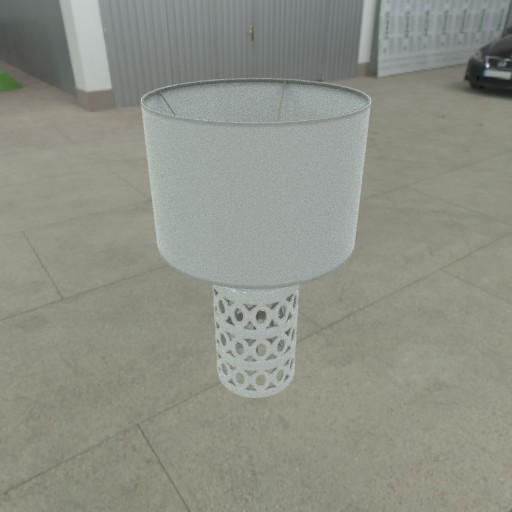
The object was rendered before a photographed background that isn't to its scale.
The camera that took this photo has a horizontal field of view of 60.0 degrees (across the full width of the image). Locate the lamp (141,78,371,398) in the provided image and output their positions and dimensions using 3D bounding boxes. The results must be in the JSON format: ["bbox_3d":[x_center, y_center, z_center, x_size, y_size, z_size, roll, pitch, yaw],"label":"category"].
[{"bbox_3d":[0.000,0.000,0.727,0.310,0.502,0.310,0,30,0],"label":"lamp"}]
